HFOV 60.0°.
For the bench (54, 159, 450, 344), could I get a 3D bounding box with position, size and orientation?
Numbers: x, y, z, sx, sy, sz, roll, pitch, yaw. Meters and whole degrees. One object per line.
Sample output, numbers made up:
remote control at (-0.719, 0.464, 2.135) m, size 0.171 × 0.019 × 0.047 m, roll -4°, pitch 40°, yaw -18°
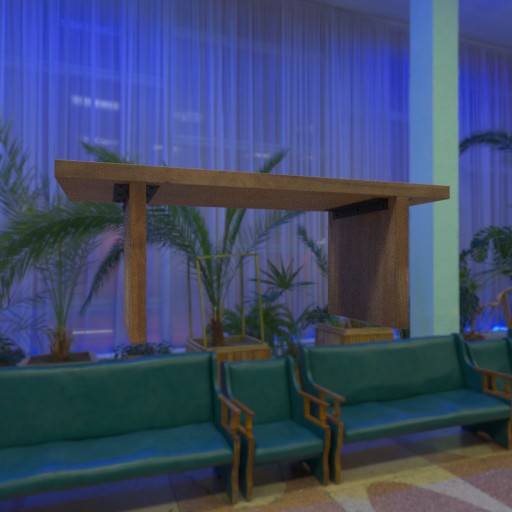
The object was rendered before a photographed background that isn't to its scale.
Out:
bench at (0.000, 0.000, 1.476) m, size 1.183 × 0.458 × 0.458 m, roll 0°, pitch -1°, yaw -18°
